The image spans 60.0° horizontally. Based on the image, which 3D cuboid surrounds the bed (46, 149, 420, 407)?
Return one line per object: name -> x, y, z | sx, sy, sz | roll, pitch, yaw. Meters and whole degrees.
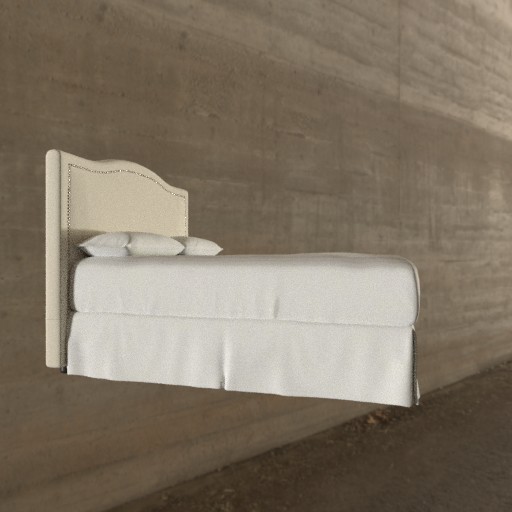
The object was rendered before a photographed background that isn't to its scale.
bed -> 0.000, 0.000, 3.186 | 2.143, 1.460, 1.753 | 0, 0, 17
